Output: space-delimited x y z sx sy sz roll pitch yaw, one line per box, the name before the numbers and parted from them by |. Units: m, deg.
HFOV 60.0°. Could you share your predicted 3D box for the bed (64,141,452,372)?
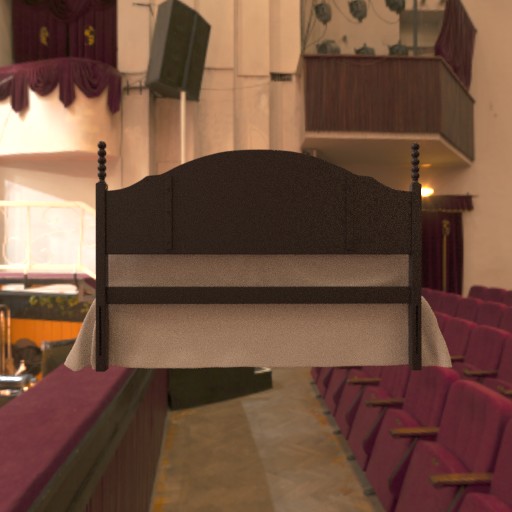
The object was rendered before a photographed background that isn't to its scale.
bed | 0.000 0.000 3.698 2.322 1.355 2.219 0 0 -1
